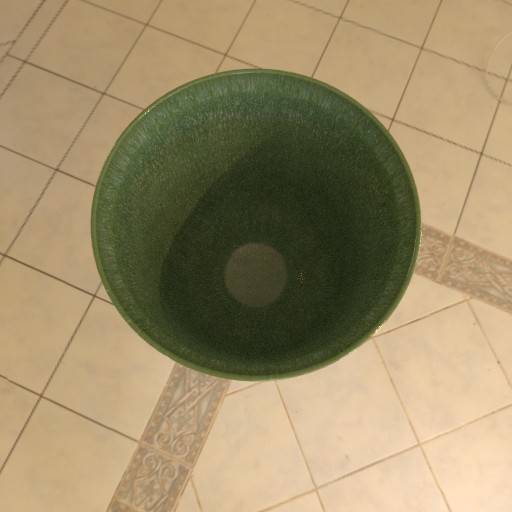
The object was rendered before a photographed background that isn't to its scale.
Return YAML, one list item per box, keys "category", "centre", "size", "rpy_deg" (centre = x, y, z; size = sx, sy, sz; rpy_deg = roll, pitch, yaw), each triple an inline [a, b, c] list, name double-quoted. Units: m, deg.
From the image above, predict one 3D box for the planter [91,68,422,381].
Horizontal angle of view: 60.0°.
- category: "planter"
  centre: [0.000, 0.000, 0.364]
  size: [0.195, 0.214, 0.195]
  rpy_deg: [0, 75, 0]
